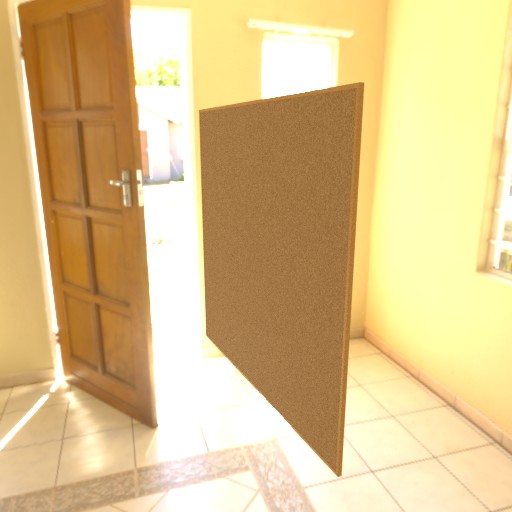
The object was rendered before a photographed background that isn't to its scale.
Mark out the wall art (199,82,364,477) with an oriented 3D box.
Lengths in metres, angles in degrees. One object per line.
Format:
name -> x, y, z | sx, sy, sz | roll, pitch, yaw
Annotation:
wall art -> 0.000, 0.000, 1.444 | 0.013, 0.959, 0.962 | -7, 16, -26
